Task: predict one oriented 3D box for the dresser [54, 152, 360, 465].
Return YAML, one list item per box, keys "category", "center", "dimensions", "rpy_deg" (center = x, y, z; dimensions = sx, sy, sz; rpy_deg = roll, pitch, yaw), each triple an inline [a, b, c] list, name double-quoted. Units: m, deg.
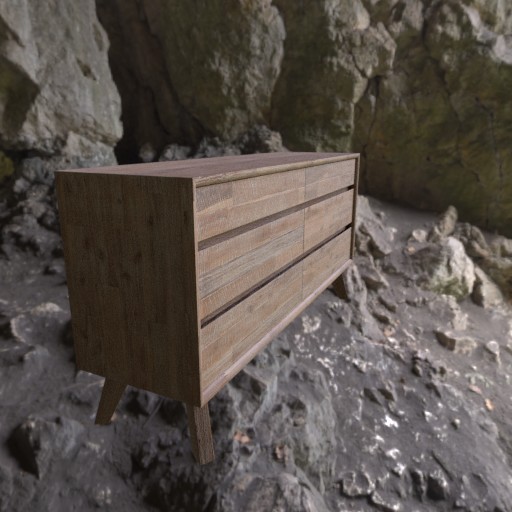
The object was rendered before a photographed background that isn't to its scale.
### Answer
- category: "dresser"
  center: [0.000, 0.000, 1.885]
  dimensions: [0.455, 0.805, 1.554]
  rpy_deg: [8, 17, 26]
